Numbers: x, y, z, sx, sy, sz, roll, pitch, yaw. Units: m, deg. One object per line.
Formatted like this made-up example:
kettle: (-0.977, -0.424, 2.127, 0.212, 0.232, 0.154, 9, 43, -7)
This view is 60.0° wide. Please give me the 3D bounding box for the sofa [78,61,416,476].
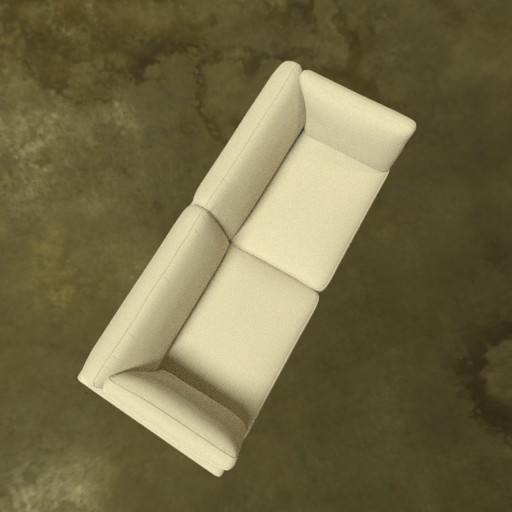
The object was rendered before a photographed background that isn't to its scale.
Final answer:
sofa: (0.000, 0.000, 2.748, 0.957, 0.863, 2.301, 29, 77, 7)
